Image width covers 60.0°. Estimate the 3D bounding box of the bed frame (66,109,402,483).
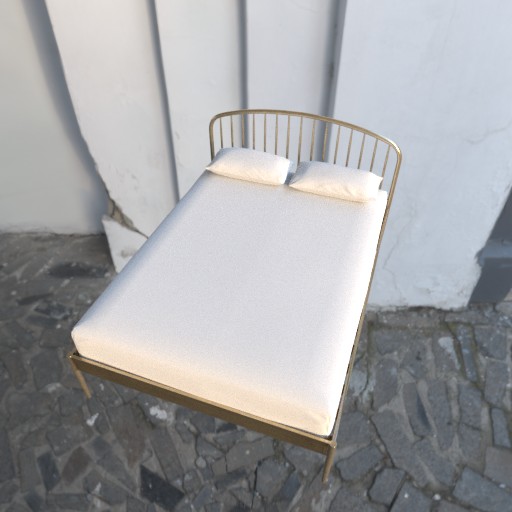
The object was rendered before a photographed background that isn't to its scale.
[{"bbox_3d":[0.000,0.000,3.067,1.612,1.175,2.152,14,44,14],"label":"bed frame"}]
